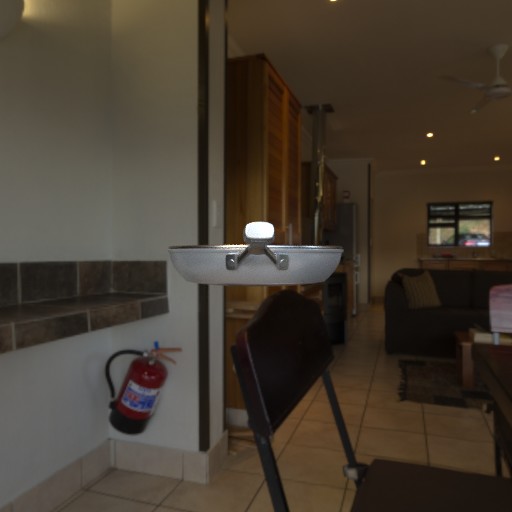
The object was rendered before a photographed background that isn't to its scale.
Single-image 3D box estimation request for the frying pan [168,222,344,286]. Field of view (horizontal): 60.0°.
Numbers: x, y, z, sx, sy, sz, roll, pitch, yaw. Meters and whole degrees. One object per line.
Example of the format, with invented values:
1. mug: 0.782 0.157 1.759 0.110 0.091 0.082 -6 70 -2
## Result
1. frying pan: 0.000 0.000 0.591 0.272 0.086 0.490 0 0 0
